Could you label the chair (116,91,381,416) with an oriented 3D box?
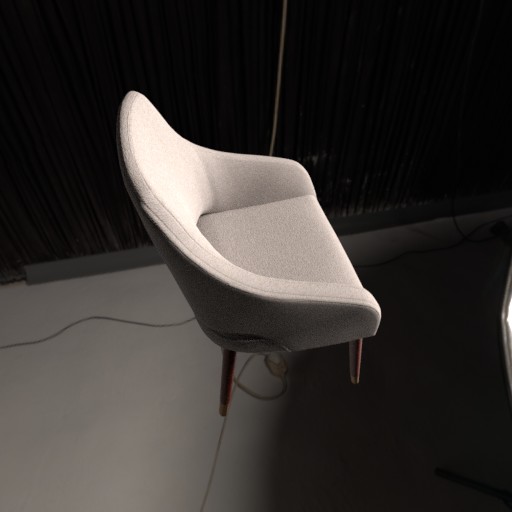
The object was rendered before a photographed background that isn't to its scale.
[{"bbox_3d":[0.000,0.000,1.288,0.600,0.889,0.609,-10,48,-9],"label":"chair"}]
